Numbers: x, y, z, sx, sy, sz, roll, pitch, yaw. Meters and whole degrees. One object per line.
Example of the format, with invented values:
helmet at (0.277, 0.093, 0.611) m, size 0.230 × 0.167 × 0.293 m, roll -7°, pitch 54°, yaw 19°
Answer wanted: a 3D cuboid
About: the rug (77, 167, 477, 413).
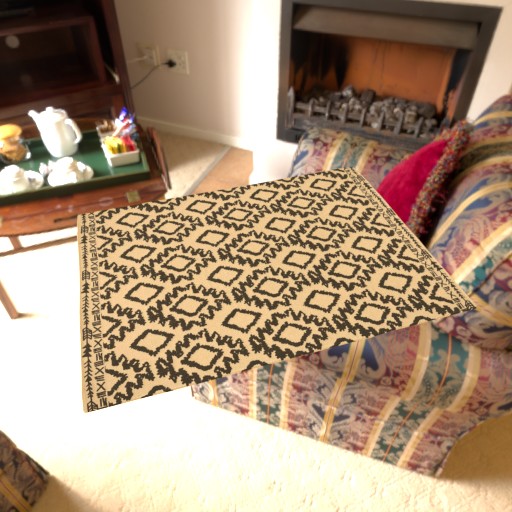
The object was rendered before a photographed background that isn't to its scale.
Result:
rug at (0.000, 0.000, 4.379) m, size 3.369 × 0.036 × 2.444 m, roll -12°, pitch 44°, yaw -13°
